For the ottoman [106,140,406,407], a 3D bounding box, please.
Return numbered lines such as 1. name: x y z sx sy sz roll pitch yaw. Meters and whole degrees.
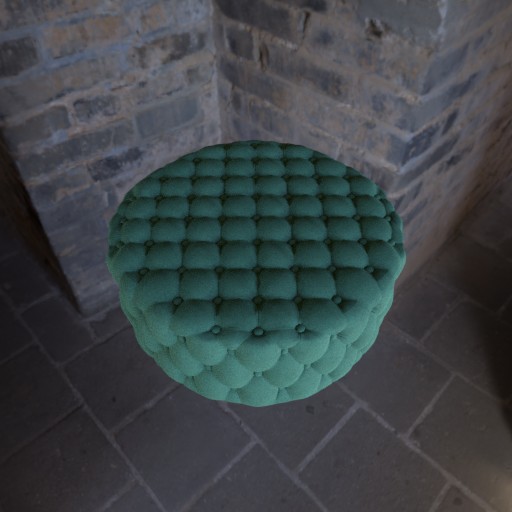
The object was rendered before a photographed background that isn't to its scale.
1. ottoman: 0.000 0.000 1.604 0.998 0.399 0.998 0 46 0
